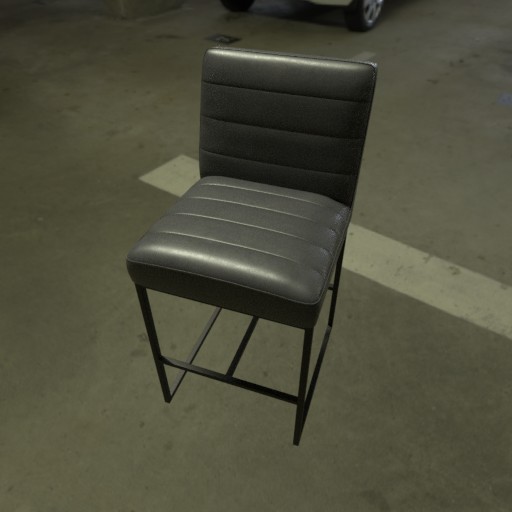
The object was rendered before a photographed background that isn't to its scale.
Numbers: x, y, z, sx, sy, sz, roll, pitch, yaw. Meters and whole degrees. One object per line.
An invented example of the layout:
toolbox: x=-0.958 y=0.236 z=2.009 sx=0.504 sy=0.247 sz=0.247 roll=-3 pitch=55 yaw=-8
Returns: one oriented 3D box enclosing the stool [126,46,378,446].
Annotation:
stool: x=0.000 y=0.000 z=1.229 sx=0.457 sy=0.938 sz=0.552 roll=13 pitch=42 yaw=15
